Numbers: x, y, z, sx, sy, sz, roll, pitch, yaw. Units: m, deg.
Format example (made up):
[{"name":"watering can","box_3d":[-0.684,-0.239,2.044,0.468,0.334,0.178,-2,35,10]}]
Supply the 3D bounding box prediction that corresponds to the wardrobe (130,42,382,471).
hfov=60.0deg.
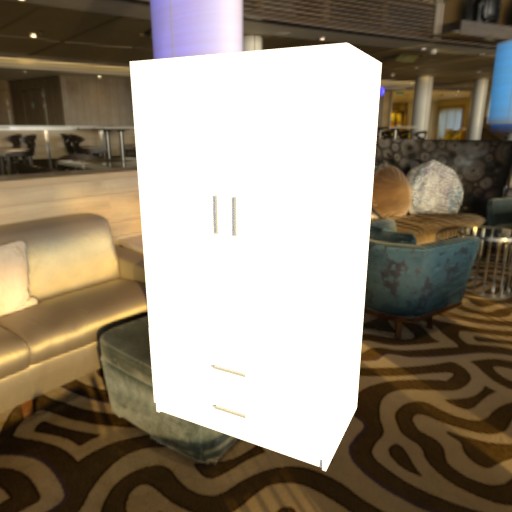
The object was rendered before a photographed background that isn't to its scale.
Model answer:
[{"name":"wardrobe","box_3d":[0.000,0.000,2.234,0.991,1.808,0.577,8,18,26]}]
